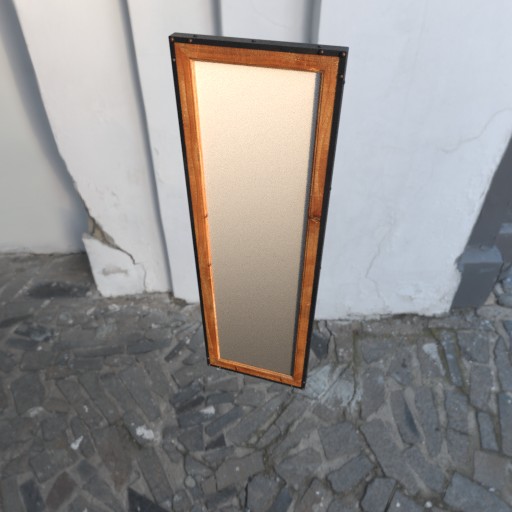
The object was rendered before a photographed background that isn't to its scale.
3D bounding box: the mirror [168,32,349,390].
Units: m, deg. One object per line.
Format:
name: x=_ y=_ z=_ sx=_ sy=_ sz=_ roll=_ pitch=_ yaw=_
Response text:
mirror: x=0.000 y=0.000 z=1.191 sx=0.354 sy=1.080 sz=0.042 roll=11 pitch=42 yaw=13
